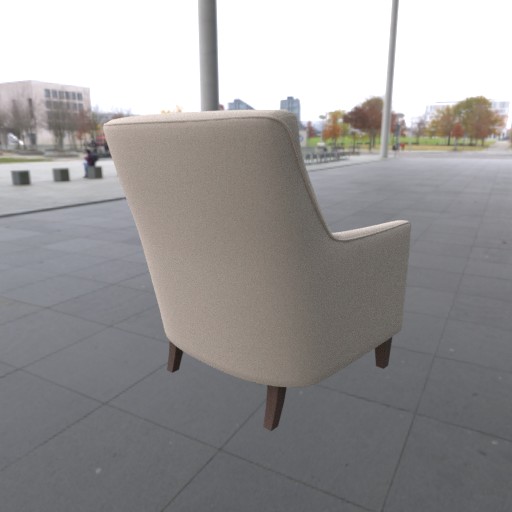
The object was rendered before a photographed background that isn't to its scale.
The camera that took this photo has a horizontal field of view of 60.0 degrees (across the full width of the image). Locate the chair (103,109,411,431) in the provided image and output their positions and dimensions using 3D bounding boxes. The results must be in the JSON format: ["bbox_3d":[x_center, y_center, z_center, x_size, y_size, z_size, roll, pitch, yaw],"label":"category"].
[{"bbox_3d":[0.000,0.000,1.547,0.756,0.916,0.879,14,20,42],"label":"chair"}]
